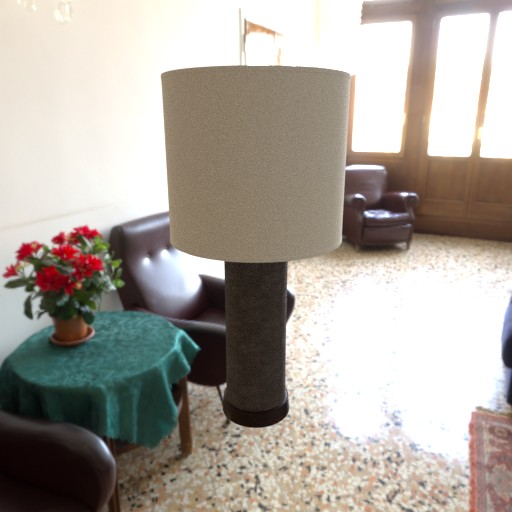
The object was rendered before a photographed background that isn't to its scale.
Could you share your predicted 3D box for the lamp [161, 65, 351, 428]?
[{"bbox_3d":[0.000,0.000,0.800,0.301,0.630,0.301,-3,17,-10],"label":"lamp"}]
